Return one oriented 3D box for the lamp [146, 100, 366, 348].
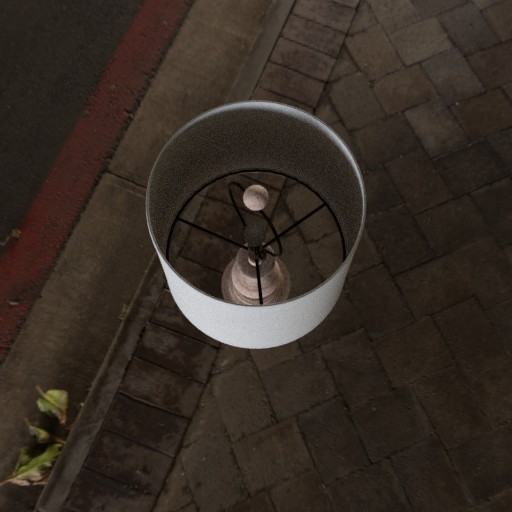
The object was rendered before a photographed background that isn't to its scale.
[{"bbox_3d":[0.000,0.000,0.666,0.273,0.497,0.273,0,76,0],"label":"lamp"}]
